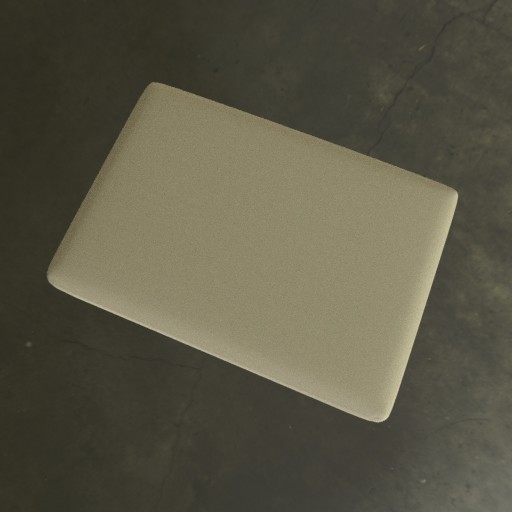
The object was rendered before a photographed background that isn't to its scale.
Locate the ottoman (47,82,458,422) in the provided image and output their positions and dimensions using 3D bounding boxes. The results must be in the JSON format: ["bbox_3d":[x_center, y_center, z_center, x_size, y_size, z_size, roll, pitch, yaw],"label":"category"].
[{"bbox_3d":[0.000,0.000,1.224,0.835,0.497,0.581,22,76,6],"label":"ottoman"}]
